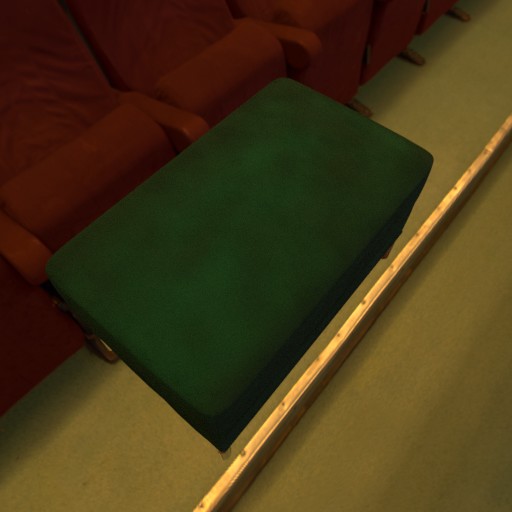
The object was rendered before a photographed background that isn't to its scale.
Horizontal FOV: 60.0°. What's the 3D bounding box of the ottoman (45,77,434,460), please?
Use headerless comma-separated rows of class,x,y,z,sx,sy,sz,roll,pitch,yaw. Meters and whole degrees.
ottoman,0.000,0.000,1.253,0.536,0.533,0.886,35,65,20
